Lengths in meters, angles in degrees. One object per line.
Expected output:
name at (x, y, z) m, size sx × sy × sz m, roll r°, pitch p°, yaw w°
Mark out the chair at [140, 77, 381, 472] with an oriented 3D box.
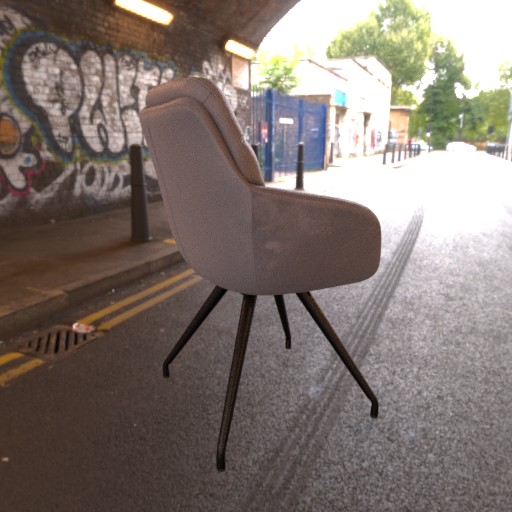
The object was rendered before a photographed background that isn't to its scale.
chair at (0.000, 0.000, 1.245) m, size 0.569 × 0.888 × 0.579 m, roll -7°, pitch 16°, yaw -26°
